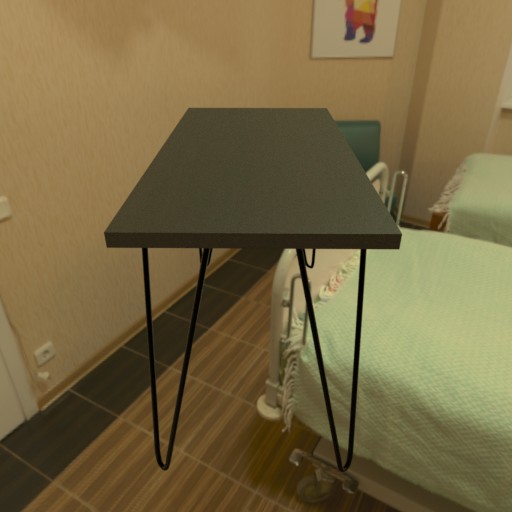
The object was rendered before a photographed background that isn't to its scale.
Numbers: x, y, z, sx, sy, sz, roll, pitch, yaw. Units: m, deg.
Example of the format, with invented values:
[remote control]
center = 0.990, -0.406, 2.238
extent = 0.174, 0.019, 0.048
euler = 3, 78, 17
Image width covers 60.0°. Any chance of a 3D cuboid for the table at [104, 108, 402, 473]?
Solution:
[table]
center = 0.000, 0.000, 1.334
extent = 0.499, 0.660, 0.991
euler = 0, 30, 1
